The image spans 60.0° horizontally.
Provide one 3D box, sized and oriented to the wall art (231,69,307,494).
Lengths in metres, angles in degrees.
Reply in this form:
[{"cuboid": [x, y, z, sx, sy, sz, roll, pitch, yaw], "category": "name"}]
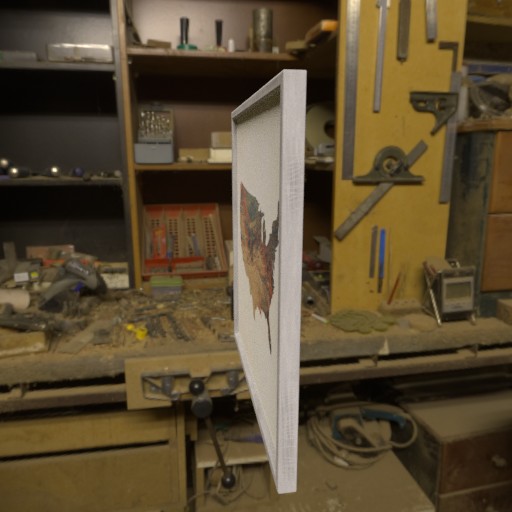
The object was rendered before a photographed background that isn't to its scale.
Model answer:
[{"cuboid": [0.000, 0.000, 0.450, 0.015, 0.303, 0.303, -2, 13, -9], "category": "wall art"}]
